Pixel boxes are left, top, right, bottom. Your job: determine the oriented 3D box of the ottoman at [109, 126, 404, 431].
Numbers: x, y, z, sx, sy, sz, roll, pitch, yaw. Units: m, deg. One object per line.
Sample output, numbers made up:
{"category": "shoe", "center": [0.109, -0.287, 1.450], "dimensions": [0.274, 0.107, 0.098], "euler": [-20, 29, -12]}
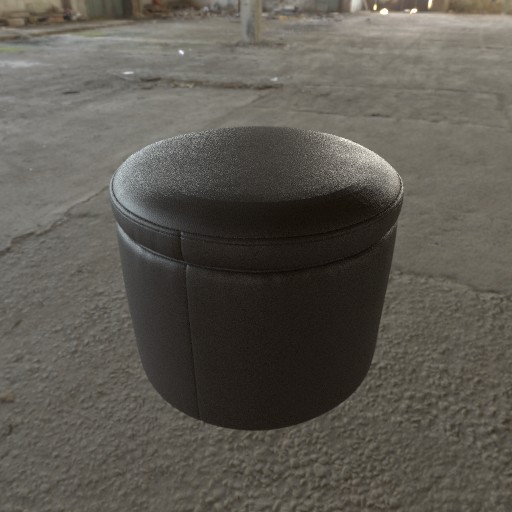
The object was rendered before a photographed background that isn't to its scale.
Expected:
{"category": "ottoman", "center": [0.000, 0.000, 0.859], "dimensions": [0.500, 0.409, 0.500], "euler": [0, 31, 0]}
